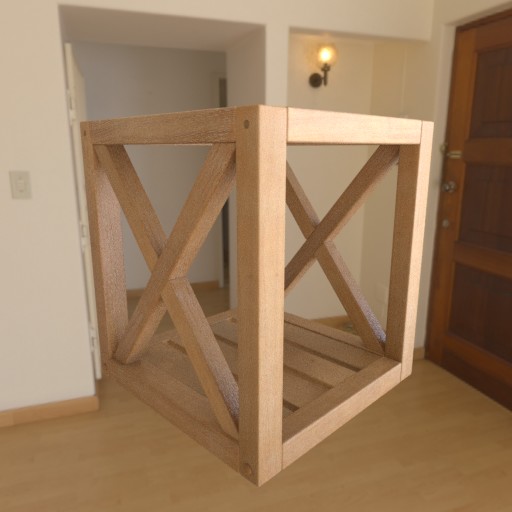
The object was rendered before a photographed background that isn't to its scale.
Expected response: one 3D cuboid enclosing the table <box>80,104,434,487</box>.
[{"bbox_3d":[0.000,0.000,1.045,0.558,0.610,0.559,-13,19,-43],"label":"table"}]
